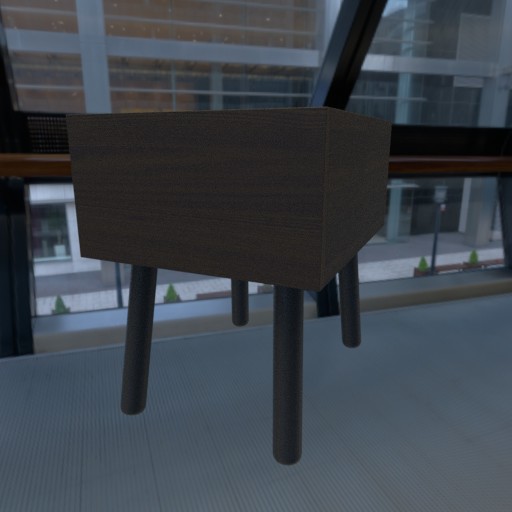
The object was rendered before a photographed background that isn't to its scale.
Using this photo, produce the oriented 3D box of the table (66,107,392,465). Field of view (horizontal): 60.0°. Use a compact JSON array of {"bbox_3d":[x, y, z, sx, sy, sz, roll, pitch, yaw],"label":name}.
[{"bbox_3d":[0.000,0.000,0.793,0.370,0.470,0.450,7,16,24],"label":"table"}]
